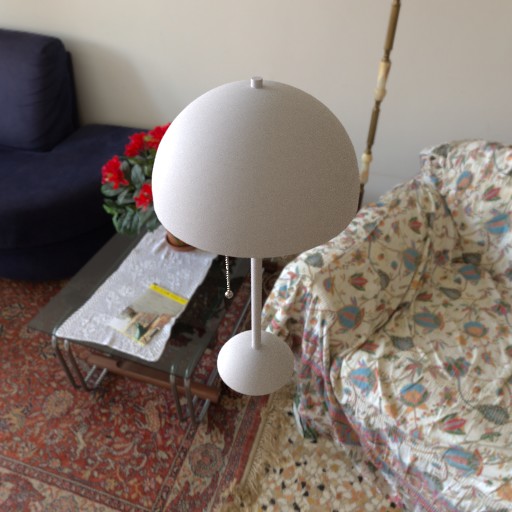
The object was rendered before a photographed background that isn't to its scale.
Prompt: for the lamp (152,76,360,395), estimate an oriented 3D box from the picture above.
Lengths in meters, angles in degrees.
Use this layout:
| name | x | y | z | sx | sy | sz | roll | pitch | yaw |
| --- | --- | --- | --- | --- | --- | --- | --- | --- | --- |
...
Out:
| name | x | y | z | sx | sy | sz | roll | pitch | yaw |
| --- | --- | --- | --- | --- | --- | --- | --- | --- | --- |
| lamp | 0.000 | 0.000 | 0.421 | 0.171 | 0.330 | 0.171 | 0 | 40 | 0 |
